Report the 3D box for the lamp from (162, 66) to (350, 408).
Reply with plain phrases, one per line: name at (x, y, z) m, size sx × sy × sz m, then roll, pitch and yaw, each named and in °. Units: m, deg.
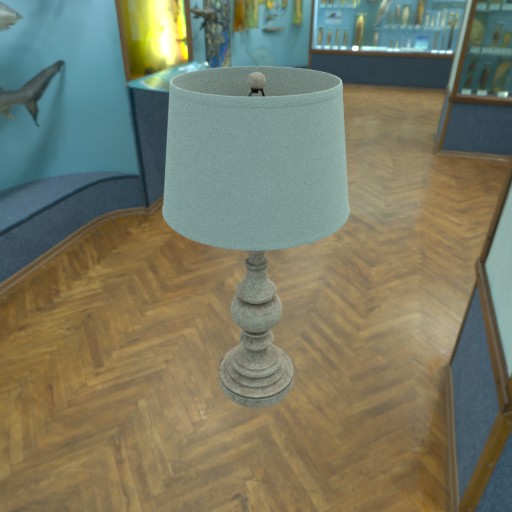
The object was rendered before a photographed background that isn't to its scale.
lamp at (0.000, 0.000, 0.874) m, size 0.340 × 0.678 × 0.340 m, roll 0°, pitch 31°, yaw 0°
